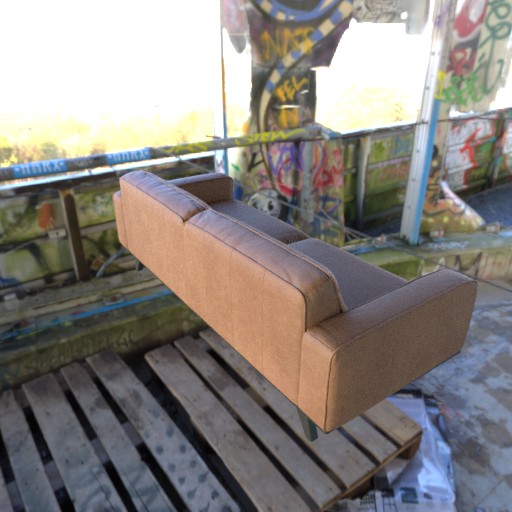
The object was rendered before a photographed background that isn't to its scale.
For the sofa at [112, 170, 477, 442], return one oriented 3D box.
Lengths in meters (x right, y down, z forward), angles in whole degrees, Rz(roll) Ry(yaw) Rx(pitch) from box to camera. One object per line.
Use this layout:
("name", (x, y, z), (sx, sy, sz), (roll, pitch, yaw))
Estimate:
("sofa", (0.000, 0.000, 2.680), (0.953, 0.780, 2.270), (-18, 31, -32))
